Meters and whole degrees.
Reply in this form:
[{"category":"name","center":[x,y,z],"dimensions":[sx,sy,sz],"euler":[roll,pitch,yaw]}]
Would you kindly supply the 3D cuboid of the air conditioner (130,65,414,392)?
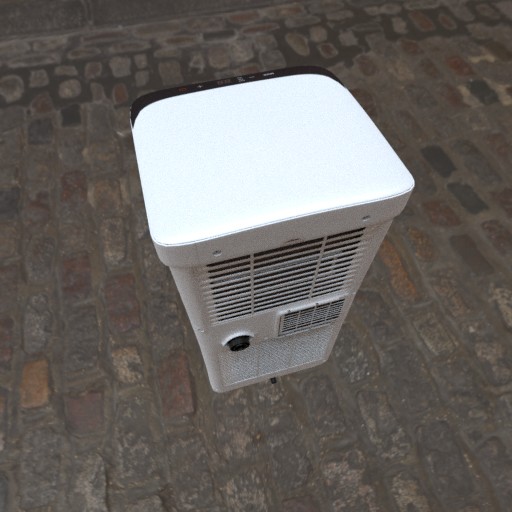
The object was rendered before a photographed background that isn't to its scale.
[{"category":"air conditioner","center":[0.000,0.000,0.933],"dimensions":[0.352,0.716,0.369],"euler":[-13,58,-8]}]
